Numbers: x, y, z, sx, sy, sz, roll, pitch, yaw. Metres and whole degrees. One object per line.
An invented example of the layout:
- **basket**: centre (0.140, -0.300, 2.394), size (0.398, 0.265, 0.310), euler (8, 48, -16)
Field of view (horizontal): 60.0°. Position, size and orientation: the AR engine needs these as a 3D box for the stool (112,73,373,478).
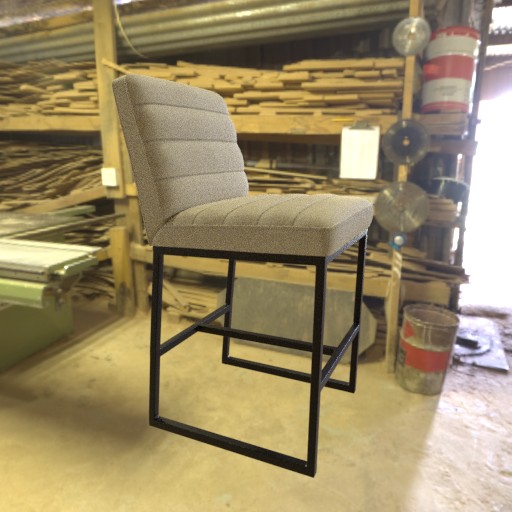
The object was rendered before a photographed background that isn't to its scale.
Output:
- **stool**: centre (0.000, 0.000, 1.242), size (0.560, 0.940, 0.460), euler (6, 15, 24)
